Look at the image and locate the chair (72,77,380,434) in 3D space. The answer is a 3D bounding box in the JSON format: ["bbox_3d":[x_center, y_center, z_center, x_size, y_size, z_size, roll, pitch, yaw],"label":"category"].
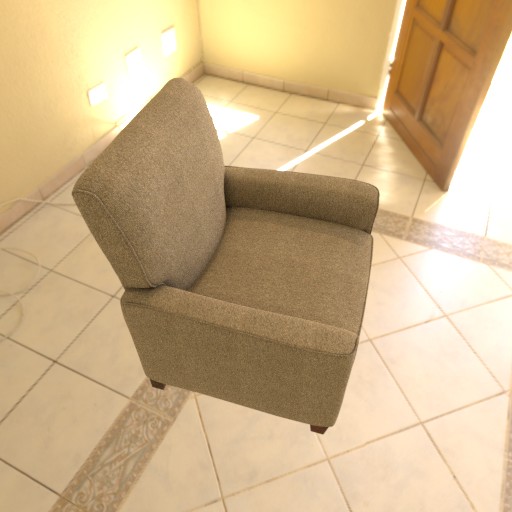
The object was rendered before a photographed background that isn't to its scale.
[{"bbox_3d":[0.000,0.000,1.647,0.858,1.028,0.841,12,48,11],"label":"chair"}]
